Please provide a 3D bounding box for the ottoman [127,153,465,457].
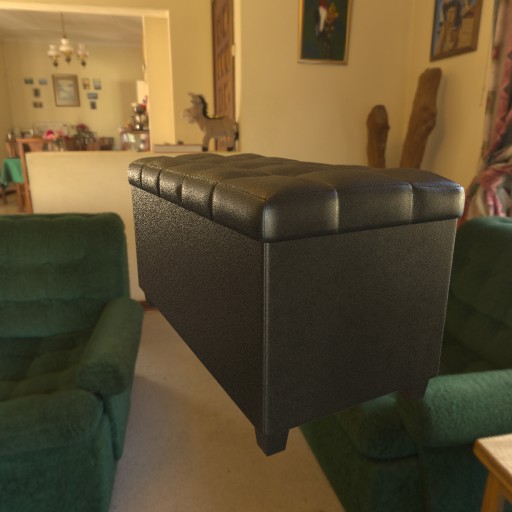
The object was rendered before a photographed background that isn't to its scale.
[{"bbox_3d":[0.000,0.000,1.101,0.432,0.470,0.838,-8,18,-27],"label":"ottoman"}]
